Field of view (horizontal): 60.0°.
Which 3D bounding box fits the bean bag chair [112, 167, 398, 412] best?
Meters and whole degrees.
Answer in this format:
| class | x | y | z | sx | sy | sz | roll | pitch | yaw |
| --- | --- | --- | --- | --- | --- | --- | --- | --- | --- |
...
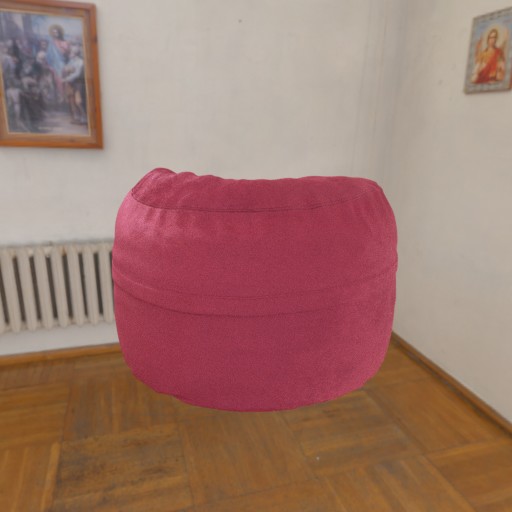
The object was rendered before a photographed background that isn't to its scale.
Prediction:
| class | x | y | z | sx | sy | sz | roll | pitch | yaw |
| --- | --- | --- | --- | --- | --- | --- | --- | --- | --- |
| bean bag chair | 0.000 | 0.000 | 1.961 | 1.218 | 0.788 | 1.218 | 0 | 17 | 0 |
